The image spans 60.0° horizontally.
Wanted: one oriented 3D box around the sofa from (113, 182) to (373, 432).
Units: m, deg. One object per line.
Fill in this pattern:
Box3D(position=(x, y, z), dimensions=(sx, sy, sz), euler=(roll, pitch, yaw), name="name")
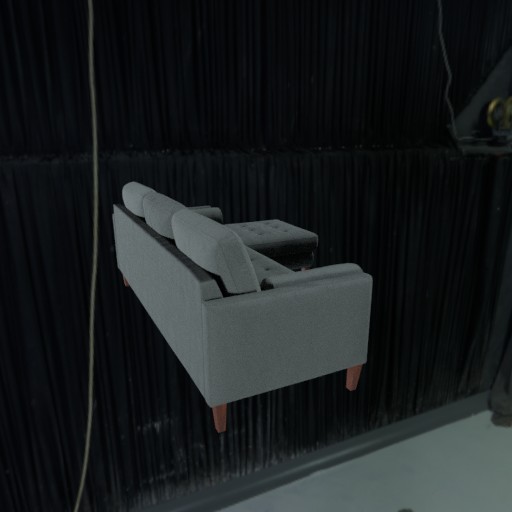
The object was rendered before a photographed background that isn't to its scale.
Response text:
Box3D(position=(0.000, 0.000, 3.004), dimensions=(1.506, 0.876, 2.178), euler=(-8, 18, -25), name="sofa")
